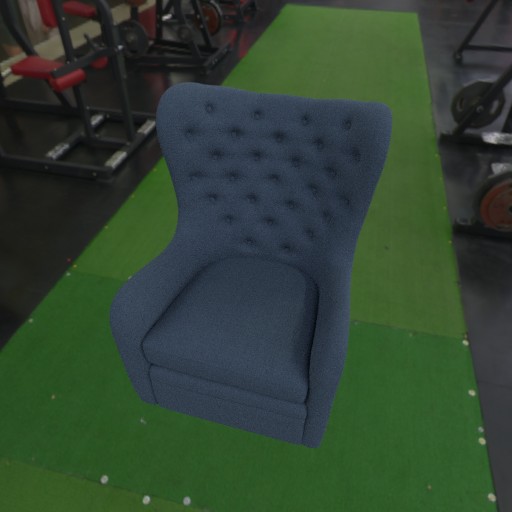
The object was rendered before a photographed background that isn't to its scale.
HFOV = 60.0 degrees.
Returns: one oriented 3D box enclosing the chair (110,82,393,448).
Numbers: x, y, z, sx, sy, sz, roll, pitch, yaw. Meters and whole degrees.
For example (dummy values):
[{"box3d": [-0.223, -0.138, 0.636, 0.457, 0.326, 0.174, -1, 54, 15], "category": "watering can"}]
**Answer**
[{"box3d": [0.000, 0.000, 1.742, 0.831, 1.079, 0.930, 10, 42, 12], "category": "chair"}]
